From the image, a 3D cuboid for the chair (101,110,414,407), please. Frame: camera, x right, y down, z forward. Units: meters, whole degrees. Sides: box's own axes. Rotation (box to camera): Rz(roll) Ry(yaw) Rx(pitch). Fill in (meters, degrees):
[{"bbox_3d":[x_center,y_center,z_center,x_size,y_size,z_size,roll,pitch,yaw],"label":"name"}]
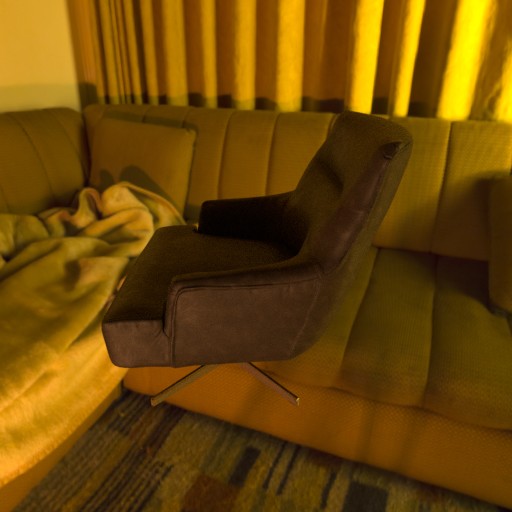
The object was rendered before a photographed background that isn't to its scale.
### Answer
[{"bbox_3d":[0.000,0.000,1.490,0.874,0.870,0.738,0,24,0],"label":"chair"}]
